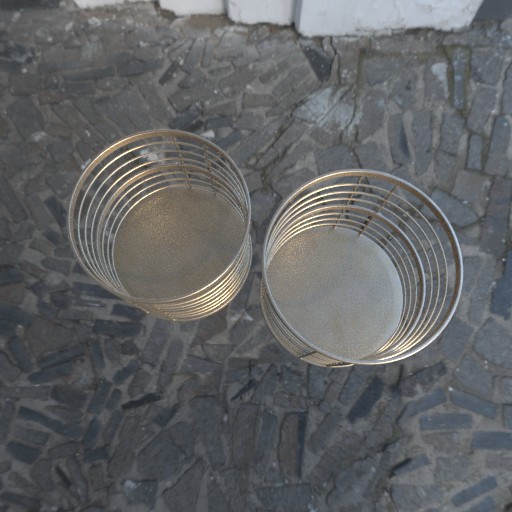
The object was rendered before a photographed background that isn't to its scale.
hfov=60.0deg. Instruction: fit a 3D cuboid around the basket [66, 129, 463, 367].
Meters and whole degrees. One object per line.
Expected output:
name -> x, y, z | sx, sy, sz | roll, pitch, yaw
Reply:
basket -> 0.000, 0.000, 0.965 | 0.746, 0.351, 0.356 | 16, 76, 4
